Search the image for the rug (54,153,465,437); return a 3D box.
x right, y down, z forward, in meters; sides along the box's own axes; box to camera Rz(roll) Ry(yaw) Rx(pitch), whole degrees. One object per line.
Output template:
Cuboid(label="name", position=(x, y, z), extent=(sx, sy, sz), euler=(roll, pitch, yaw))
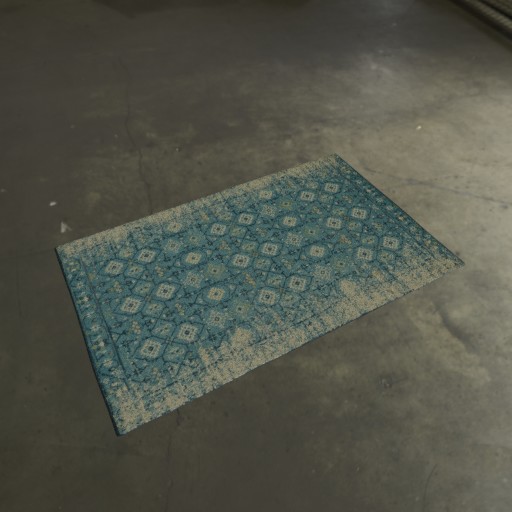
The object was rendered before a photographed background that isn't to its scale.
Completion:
Cuboid(label="rug", position=(0.000, 0.000, 3.088), extent=(2.449, 0.015, 1.530), euler=(-22, 51, -19))
